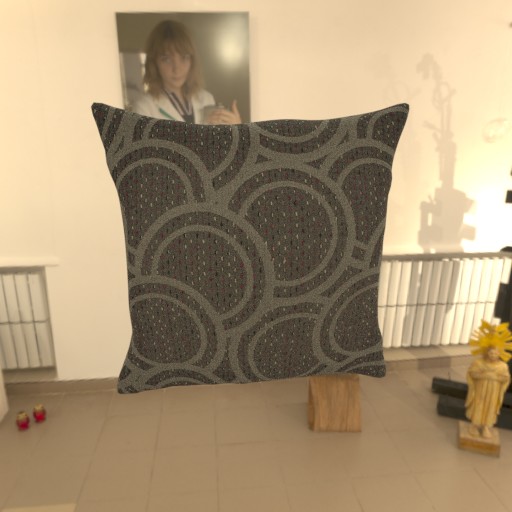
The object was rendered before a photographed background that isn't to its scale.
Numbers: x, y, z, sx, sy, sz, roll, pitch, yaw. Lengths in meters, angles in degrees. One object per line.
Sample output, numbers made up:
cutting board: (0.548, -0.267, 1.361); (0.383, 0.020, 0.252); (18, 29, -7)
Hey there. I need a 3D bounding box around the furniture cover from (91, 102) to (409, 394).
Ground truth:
furniture cover: (0.000, 0.000, 0.779); (0.514, 0.513, 0.163); (-2, 16, -7)
